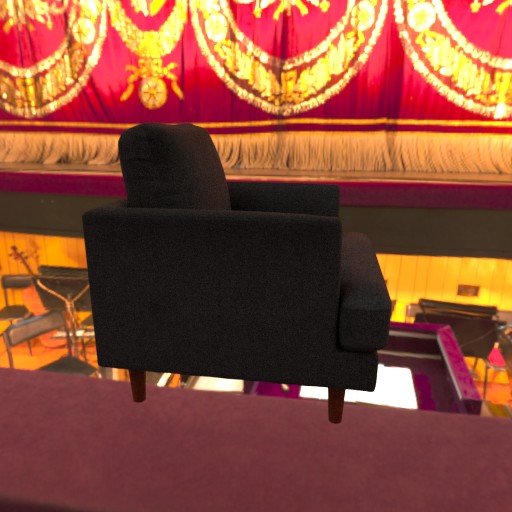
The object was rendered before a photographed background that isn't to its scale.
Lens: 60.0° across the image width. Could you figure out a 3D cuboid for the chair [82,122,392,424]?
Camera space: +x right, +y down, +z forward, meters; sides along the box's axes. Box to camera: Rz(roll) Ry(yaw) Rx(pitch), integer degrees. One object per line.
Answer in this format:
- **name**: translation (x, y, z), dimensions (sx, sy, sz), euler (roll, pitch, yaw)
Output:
- **chair**: translation (0.000, 0.000, 1.654), dimensions (0.899, 0.957, 0.858), euler (3, 16, 9)
